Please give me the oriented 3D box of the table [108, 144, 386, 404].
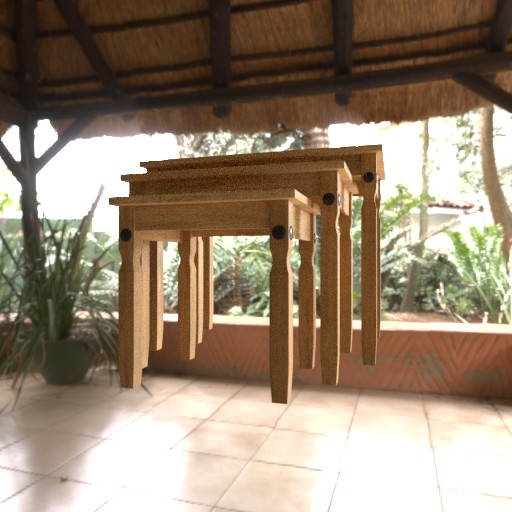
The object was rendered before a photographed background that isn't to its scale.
[{"bbox_3d":[0.000,0.000,1.195,0.660,0.535,0.773,0,0,17],"label":"table"}]
